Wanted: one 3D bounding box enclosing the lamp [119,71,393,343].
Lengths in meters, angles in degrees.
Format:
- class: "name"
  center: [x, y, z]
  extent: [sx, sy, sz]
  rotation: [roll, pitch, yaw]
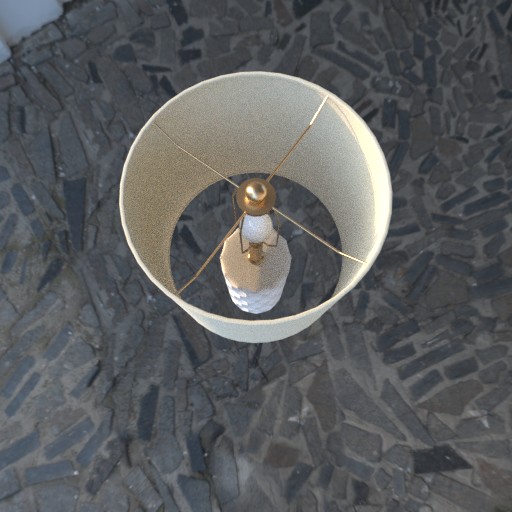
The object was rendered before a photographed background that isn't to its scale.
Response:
- class: "lamp"
  center: [0.000, 0.000, 0.708]
  extent: [0.277, 0.537, 0.277]
  rotation: [-15, 76, -4]
